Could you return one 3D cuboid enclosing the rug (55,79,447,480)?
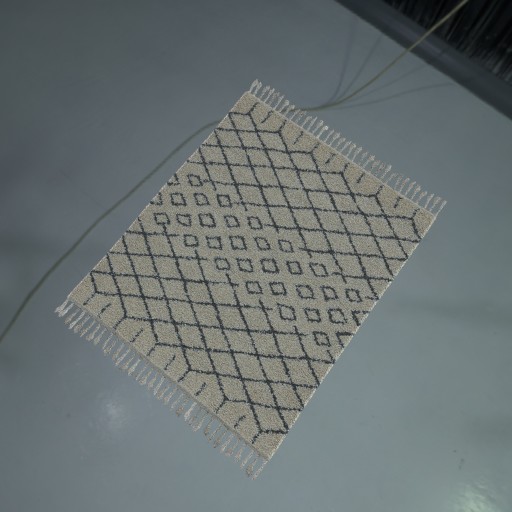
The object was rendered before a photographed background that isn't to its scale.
[{"bbox_3d":[0.000,0.000,4.300,2.388,0.030,3.213,36,78,9],"label":"rug"}]
